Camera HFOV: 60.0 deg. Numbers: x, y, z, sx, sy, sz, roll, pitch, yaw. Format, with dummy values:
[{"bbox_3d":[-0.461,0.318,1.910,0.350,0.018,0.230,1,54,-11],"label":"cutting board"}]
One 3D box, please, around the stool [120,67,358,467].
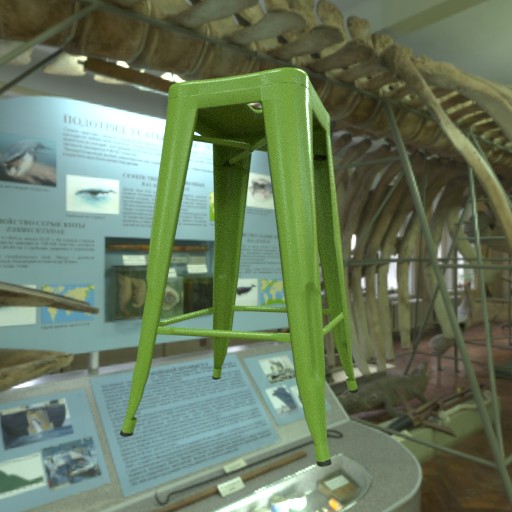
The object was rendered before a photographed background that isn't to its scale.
[{"bbox_3d":[0.000,0.000,0.875,0.358,0.609,0.398,0,0,19],"label":"stool"}]
